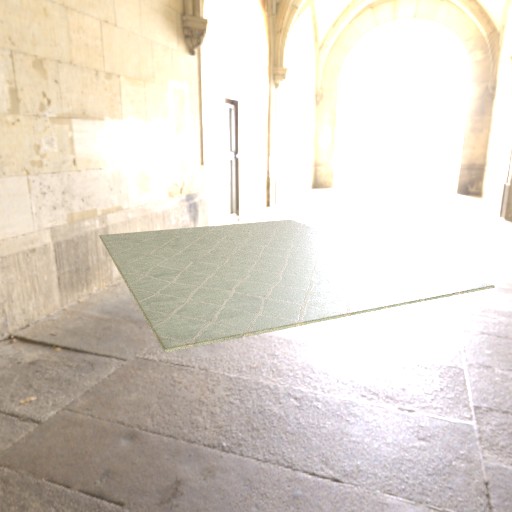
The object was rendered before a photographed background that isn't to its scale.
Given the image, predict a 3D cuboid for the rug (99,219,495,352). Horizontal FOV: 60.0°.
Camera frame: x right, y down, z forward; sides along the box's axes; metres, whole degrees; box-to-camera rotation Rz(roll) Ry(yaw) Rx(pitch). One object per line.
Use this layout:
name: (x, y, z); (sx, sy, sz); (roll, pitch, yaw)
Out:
rug: (0.000, 0.000, 4.056); (2.420, 0.019, 3.039); (-7, 16, -24)
